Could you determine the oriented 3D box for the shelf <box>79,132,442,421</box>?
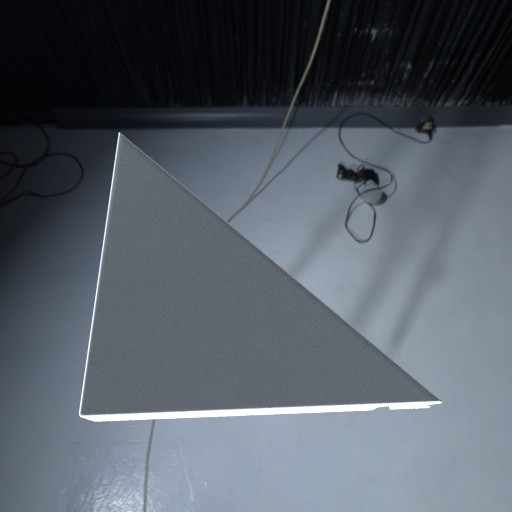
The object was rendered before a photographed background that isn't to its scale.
[{"bbox_3d":[0.000,0.000,0.439,0.296,0.035,0.296,-2,64,-1],"label":"shelf"}]
